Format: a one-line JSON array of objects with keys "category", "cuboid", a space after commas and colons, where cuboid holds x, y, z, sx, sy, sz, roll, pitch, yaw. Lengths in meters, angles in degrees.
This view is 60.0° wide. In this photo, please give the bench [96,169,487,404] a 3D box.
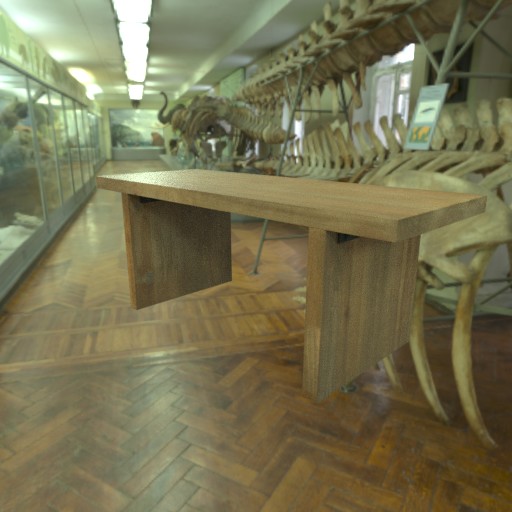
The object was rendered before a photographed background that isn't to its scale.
[{"category": "bench", "cuboid": [0.000, 0.000, 1.420, 1.183, 0.458, 0.458, 15, 22, 43]}]
